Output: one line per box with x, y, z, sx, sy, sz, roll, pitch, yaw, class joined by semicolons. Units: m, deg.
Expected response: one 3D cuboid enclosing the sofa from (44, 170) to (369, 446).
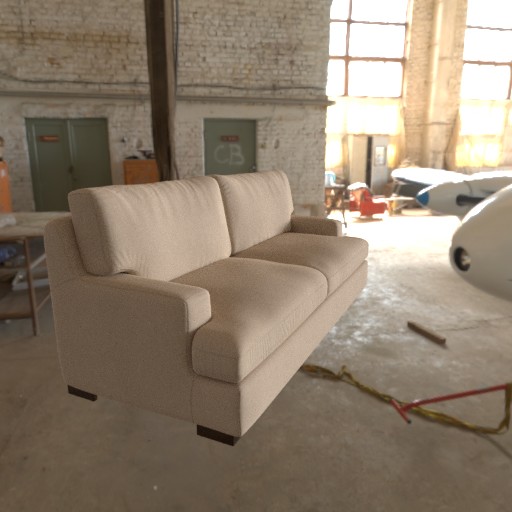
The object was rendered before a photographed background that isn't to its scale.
0.000;0.000;2.607;0.929;0.925;2.147;6;15;25;sofa
